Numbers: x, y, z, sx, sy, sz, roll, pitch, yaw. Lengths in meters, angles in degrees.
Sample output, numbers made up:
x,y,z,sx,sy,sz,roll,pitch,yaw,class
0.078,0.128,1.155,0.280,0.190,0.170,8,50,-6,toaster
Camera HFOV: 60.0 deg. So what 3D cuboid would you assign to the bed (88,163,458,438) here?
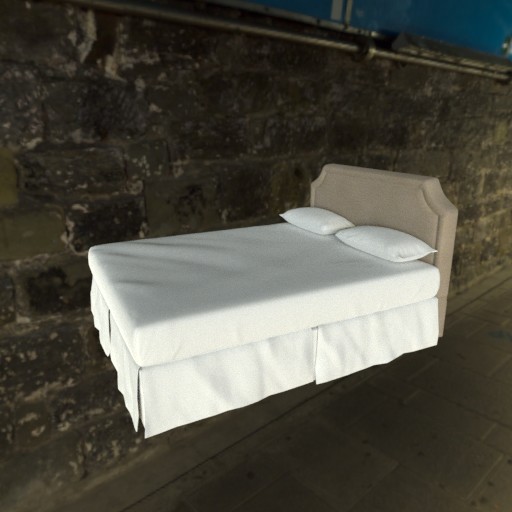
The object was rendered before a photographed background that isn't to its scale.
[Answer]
x,y,z,sx,sy,sz,roll,pitch,yaw,class
0.000,0.000,3.648,2.498,1.293,1.977,-8,19,-26,bed
